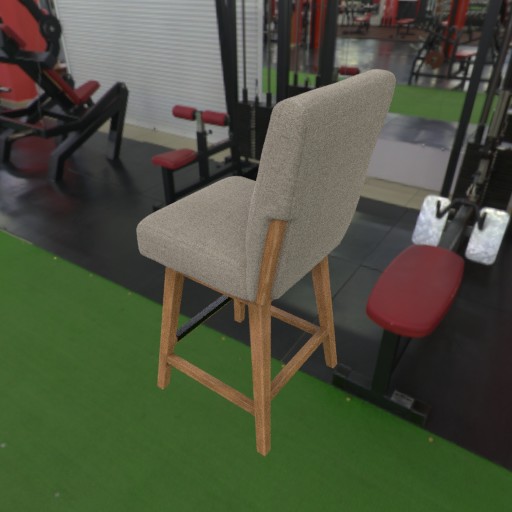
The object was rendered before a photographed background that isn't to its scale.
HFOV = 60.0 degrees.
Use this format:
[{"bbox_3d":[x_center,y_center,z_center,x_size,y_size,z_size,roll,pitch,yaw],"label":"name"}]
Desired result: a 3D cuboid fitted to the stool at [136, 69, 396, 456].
[{"bbox_3d":[0.000,0.000,1.288,0.526,1.010,0.459,21,38,30],"label":"stool"}]
